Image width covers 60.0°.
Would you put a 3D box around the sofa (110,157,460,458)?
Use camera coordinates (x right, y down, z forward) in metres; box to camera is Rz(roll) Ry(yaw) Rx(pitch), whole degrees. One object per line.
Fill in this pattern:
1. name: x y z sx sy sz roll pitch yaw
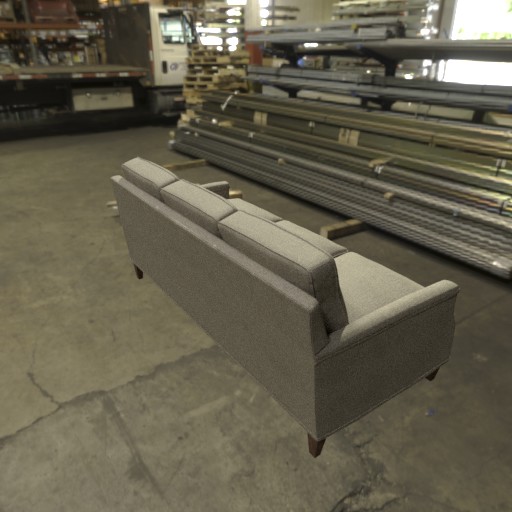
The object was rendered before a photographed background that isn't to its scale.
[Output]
1. sofa: 0.000 0.000 2.844 1.084 1.003 2.246 -17 31 -32
